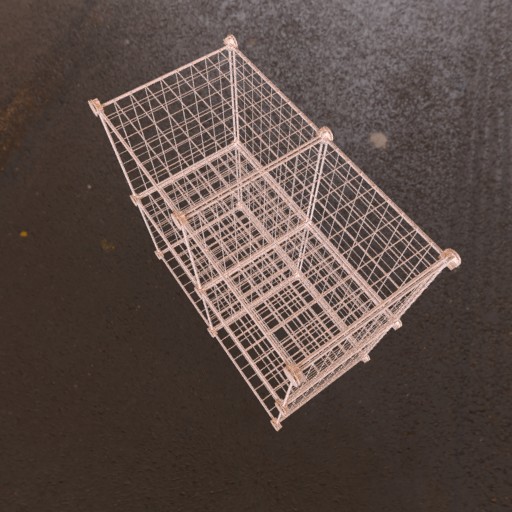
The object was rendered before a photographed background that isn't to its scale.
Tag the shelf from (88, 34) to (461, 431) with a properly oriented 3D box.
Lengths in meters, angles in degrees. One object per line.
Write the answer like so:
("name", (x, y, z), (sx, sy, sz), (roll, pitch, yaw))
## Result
("shelf", (0.000, 0.000, 1.149), (0.356, 0.711, 0.711), (-32, 68, -15))
